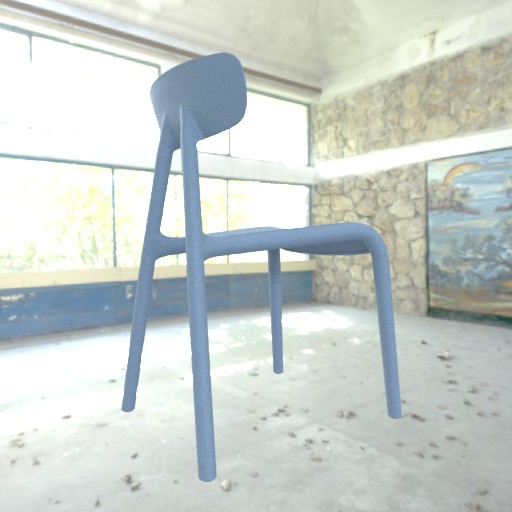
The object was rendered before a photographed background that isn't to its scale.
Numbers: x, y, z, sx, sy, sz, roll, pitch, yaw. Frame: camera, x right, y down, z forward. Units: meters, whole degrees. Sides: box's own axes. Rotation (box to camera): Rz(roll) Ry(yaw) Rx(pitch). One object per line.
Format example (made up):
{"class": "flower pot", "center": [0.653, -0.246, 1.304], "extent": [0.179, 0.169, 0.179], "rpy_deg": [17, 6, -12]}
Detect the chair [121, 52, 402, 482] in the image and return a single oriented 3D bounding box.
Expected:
{"class": "chair", "center": [0.000, 0.000, 0.812], "extent": [0.401, 0.580, 0.356], "rpy_deg": [-1, 2, -36]}
